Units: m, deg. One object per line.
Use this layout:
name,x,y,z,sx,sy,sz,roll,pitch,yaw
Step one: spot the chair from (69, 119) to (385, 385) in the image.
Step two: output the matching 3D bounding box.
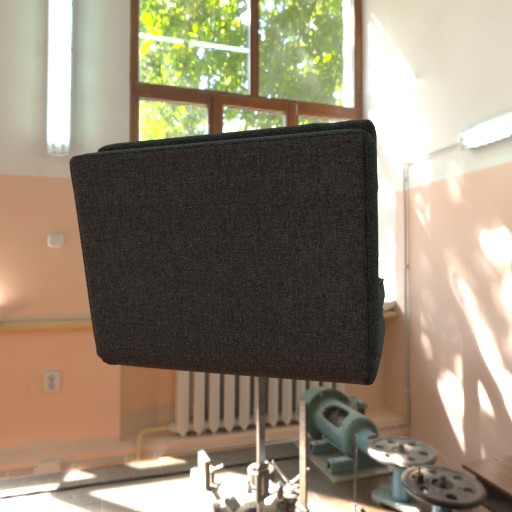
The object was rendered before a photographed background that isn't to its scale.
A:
chair,0.000,0.000,1.343,0.740,0.615,0.800,0,-1,18
